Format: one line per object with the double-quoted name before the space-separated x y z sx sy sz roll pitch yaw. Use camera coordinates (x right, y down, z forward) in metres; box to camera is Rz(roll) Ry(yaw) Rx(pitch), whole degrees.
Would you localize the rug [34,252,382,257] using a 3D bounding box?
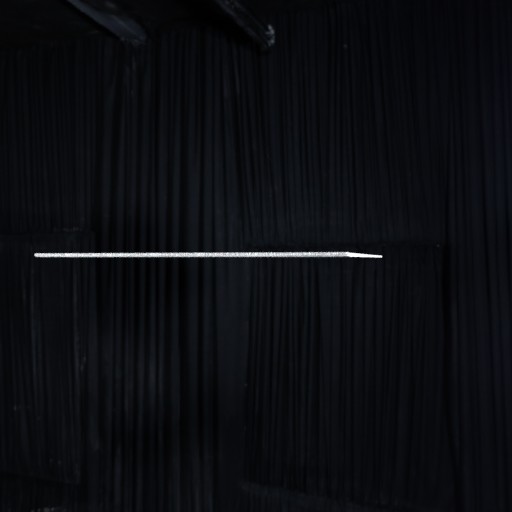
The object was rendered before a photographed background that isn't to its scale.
"rug" 0.000 0.000 2.403 1.224 0.016 1.832 0 0 19
